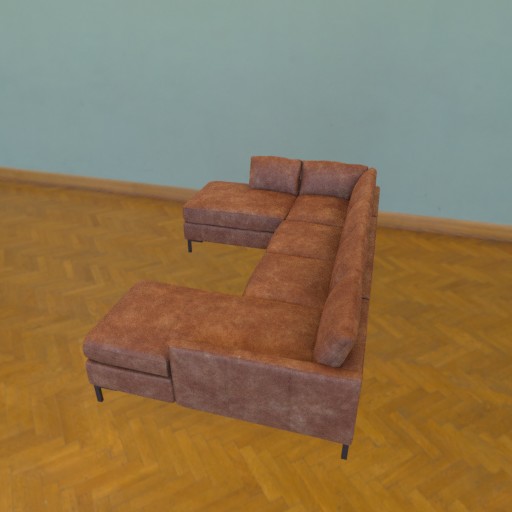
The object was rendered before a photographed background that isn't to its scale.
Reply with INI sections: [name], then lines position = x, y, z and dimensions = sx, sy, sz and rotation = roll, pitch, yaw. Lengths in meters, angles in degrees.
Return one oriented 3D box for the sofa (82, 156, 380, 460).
[sofa]
position = 0.000, 0.000, 3.797
dimensions = 1.939, 0.900, 2.956
rotation = 8, 30, 13
